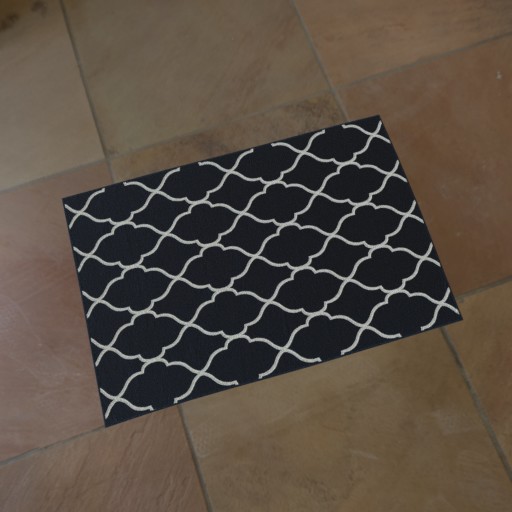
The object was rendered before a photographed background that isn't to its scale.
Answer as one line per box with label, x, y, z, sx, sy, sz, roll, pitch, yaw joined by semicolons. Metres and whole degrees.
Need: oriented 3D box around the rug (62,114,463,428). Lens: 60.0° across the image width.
rug;0.000;0.000;2.882;2.290;0.014;1.526;-16;75;-4
